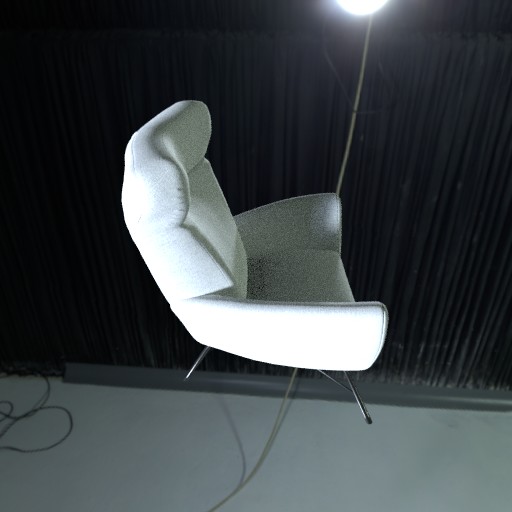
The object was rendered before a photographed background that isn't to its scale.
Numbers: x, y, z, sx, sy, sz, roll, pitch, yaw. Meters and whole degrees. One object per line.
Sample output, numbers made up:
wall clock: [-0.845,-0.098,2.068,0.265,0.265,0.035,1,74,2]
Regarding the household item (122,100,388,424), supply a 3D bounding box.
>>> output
household item: [0.000,0.000,1.784,0.900,1.050,0.980,0,31,0]
